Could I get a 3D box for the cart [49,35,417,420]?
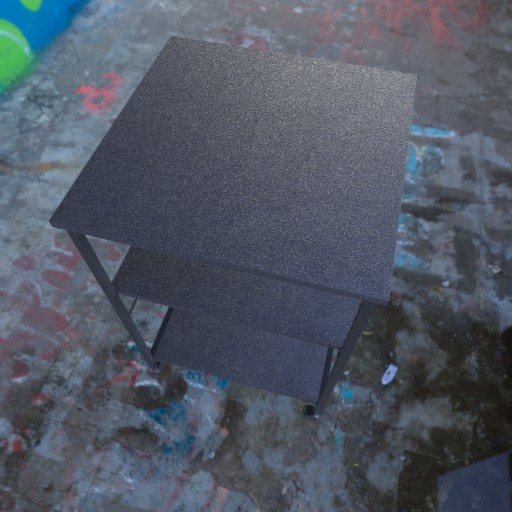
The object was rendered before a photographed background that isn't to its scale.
[{"bbox_3d":[0.000,0.000,1.101,0.521,0.762,0.520,13,58,8],"label":"cart"}]
